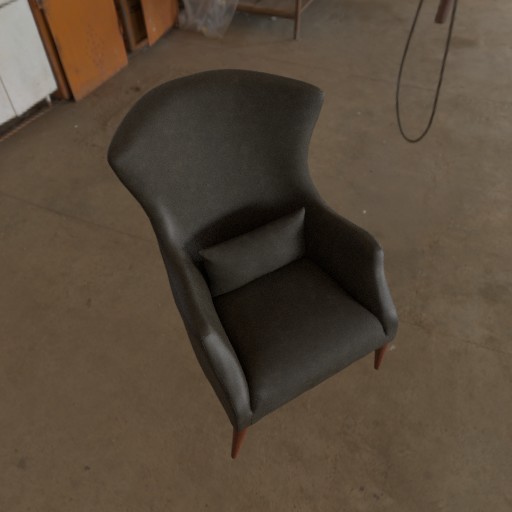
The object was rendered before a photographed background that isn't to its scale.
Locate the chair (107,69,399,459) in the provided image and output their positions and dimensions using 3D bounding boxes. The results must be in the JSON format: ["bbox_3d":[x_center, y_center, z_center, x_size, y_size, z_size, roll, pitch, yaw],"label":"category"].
[{"bbox_3d":[0.000,0.000,1.724,0.819,1.068,0.954,-24,52,-21],"label":"chair"}]
